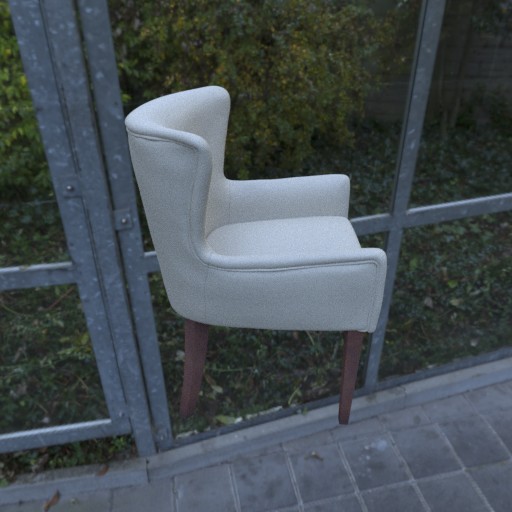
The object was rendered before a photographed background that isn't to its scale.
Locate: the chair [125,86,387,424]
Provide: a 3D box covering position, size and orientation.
[{"bbox_3d":[0.000,0.000,1.441,0.686,0.952,0.660,1,30,1],"label":"chair"}]
